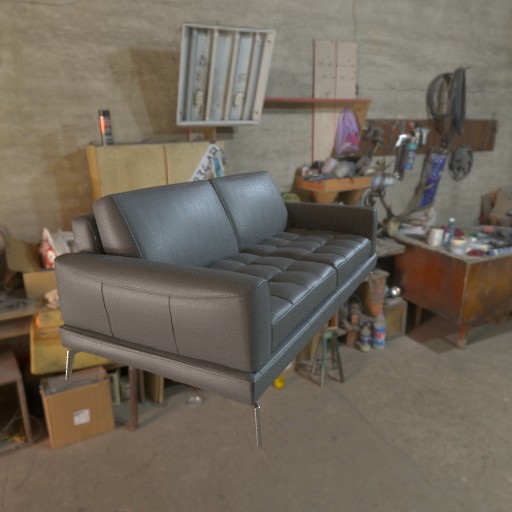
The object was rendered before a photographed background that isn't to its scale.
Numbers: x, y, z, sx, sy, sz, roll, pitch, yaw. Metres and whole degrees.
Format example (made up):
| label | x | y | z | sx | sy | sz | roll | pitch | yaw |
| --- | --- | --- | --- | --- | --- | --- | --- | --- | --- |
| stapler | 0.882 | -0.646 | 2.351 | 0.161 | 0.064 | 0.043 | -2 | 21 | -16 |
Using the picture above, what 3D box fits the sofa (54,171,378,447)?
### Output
| label | x | y | z | sx | sy | sz | roll | pitch | yaw |
| --- | --- | --- | --- | --- | --- | --- | --- | --- | --- |
| sofa | 0.000 | 0.000 | 2.778 | 1.121 | 0.930 | 2.177 | 8 | 17 | 26 |
